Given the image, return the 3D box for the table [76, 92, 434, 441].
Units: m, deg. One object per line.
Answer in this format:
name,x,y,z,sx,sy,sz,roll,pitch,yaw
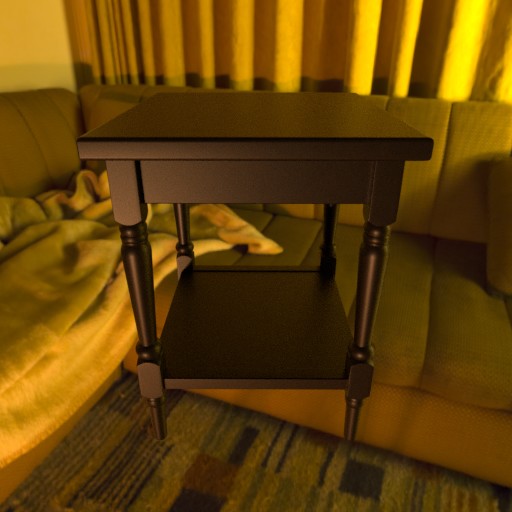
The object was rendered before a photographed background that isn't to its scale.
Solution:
table,0.000,0.000,0.886,0.442,0.565,0.488,0,26,0
